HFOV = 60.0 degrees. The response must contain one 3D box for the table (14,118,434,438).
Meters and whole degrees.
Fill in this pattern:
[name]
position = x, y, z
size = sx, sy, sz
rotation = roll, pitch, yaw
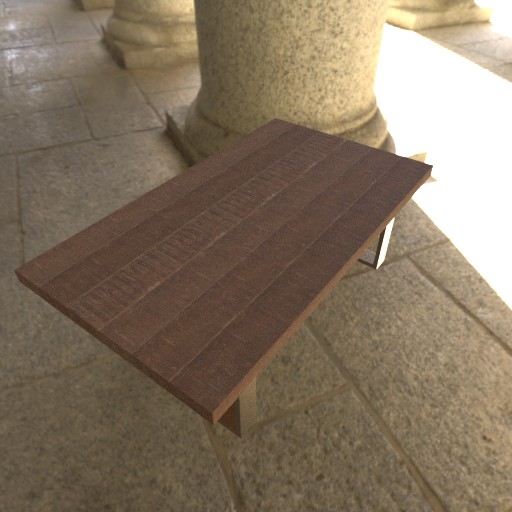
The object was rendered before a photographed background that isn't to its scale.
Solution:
[table]
position = 0.000, 0.000, 1.739
size = 0.800, 0.440, 1.400
rotation = 26, 47, 27
